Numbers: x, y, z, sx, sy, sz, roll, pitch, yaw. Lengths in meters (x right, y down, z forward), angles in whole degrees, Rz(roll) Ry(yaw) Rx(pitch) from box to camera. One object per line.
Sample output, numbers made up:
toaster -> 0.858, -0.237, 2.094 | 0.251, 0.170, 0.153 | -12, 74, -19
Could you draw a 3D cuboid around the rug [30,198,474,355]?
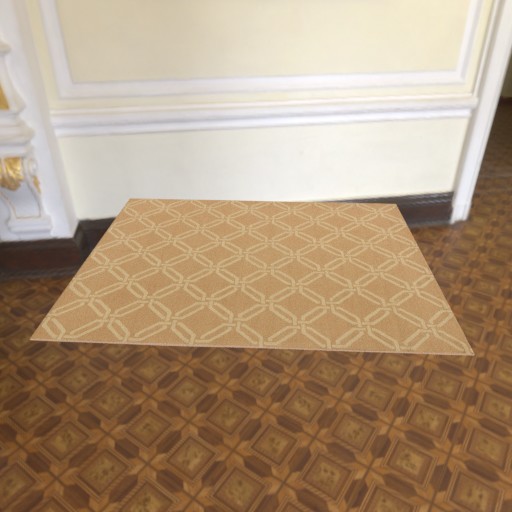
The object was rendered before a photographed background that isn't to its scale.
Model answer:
rug -> 0.000, 0.000, 3.850 | 2.895, 0.018, 2.288 | 1, 31, 2
